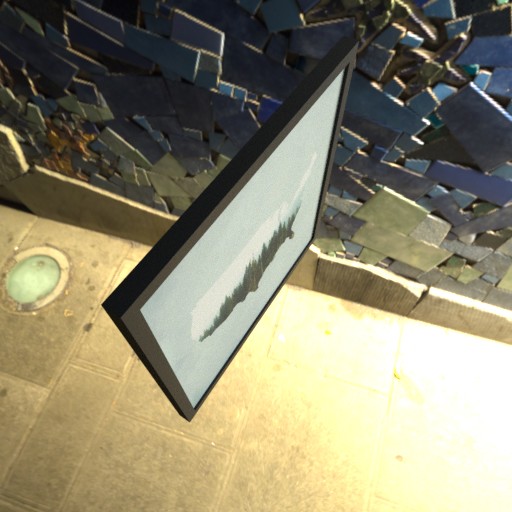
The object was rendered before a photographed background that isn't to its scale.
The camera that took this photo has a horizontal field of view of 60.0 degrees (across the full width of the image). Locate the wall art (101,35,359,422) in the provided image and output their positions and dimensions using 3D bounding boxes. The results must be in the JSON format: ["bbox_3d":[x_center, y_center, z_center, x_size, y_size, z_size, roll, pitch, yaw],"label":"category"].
[{"bbox_3d":[0.000,0.000,1.121,0.038,0.763,0.763,29,63,16],"label":"wall art"}]
